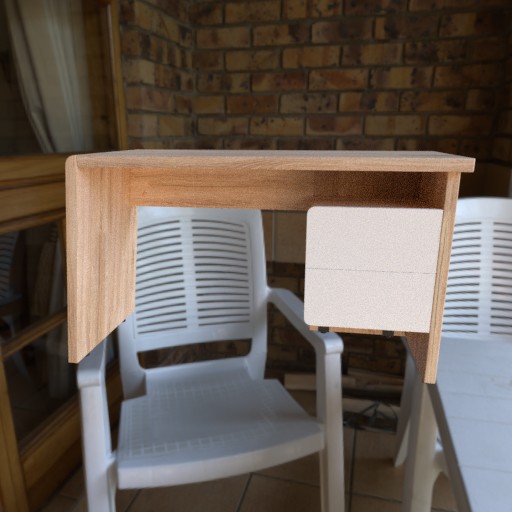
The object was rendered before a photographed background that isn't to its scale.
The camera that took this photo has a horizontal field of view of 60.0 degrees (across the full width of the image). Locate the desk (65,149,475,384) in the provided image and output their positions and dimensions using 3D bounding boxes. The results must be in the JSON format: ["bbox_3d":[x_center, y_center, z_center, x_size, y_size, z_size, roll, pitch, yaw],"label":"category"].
[{"bbox_3d":[0.000,0.000,1.653,1.300,0.750,0.500,2,16,8],"label":"desk"}]
